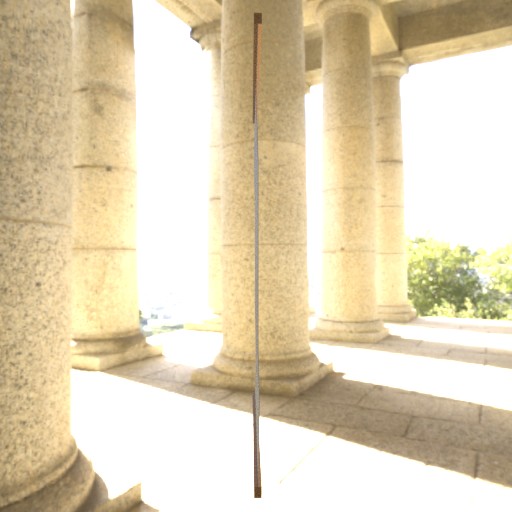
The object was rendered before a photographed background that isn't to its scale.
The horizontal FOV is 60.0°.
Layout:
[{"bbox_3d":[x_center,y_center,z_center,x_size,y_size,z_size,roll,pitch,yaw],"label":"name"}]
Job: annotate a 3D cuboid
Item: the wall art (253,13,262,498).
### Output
[{"bbox_3d":[0.000,0.000,1.894,0.025,1.521,1.011,0,-1,-1],"label":"wall art"}]
